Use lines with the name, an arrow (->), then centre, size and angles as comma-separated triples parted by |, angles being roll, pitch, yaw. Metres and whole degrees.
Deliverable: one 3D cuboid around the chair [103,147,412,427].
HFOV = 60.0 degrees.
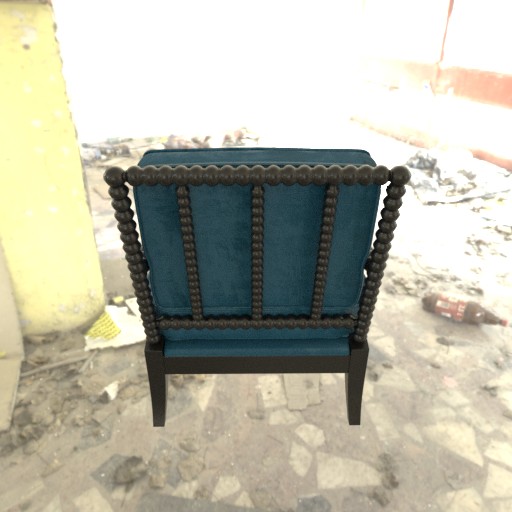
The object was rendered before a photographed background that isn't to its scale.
chair -> 0.000, 0.000, 1.448 | 0.688, 0.857, 0.805 | 0, 29, 0
